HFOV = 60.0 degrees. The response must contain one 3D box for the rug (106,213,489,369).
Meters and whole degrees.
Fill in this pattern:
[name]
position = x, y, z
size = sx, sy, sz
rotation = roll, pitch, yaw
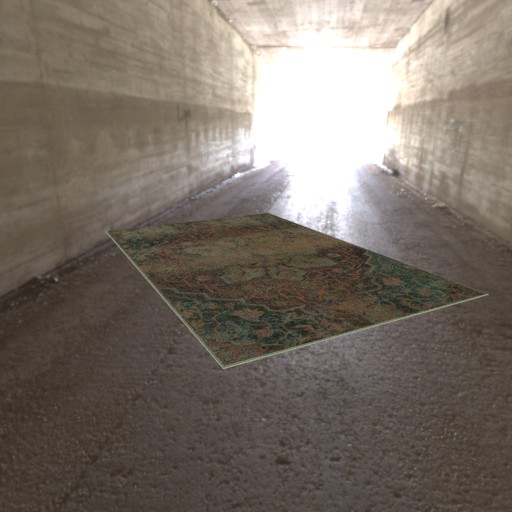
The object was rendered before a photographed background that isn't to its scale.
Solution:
[rug]
position = 0.000, 0.000, 2.966
size = 1.566, 0.004, 2.363
rotation = -9, 19, -26
